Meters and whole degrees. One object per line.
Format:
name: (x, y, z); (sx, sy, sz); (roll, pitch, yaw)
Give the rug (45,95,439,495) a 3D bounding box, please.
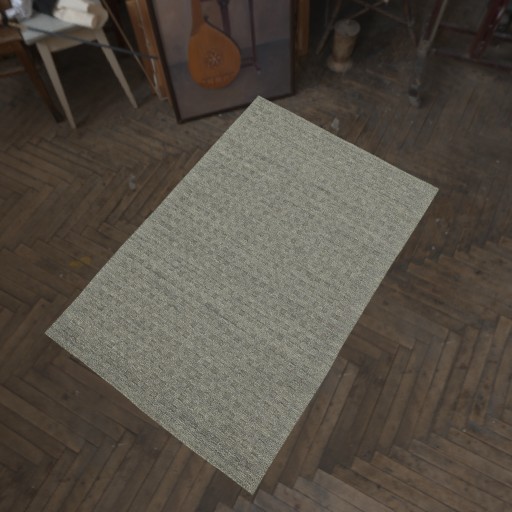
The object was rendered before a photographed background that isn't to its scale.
rug: (0.000, 0.000, 2.885); (1.532, 0.018, 2.297); (32, 69, 14)
